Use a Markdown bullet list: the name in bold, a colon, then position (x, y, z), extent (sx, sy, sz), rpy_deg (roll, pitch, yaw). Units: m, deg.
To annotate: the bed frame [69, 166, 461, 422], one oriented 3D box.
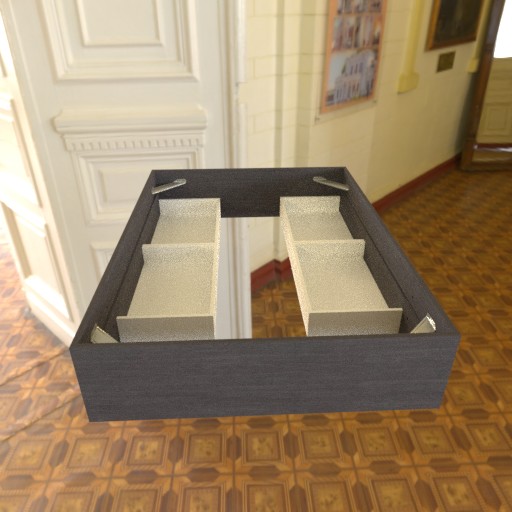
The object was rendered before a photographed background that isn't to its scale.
- **bed frame**: position (0.000, 0.000, 2.570), extent (1.448, 0.459, 1.944), rpy_deg (-1, 30, -2)
